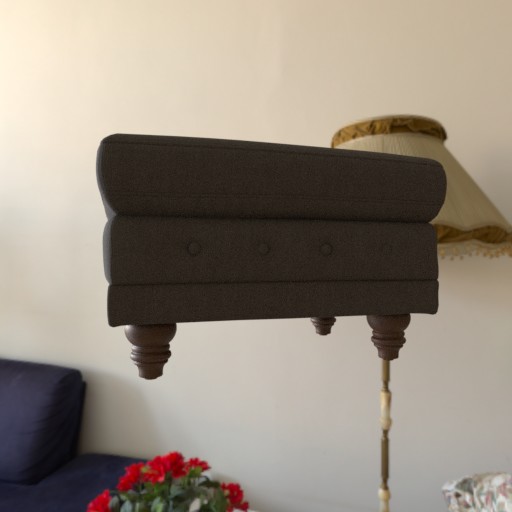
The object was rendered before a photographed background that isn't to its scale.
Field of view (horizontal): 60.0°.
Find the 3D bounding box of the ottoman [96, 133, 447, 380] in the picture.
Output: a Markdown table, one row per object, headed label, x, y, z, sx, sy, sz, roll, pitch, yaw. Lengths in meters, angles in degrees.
| label | x | y | z | sx | sy | sz | roll | pitch | yaw |
| --- | --- | --- | --- | --- | --- | --- | --- | --- | --- |
| ottoman | 0.000 | 0.000 | 1.158 | 0.771 | 0.500 | 0.569 | 0 | 0 | -17 |
